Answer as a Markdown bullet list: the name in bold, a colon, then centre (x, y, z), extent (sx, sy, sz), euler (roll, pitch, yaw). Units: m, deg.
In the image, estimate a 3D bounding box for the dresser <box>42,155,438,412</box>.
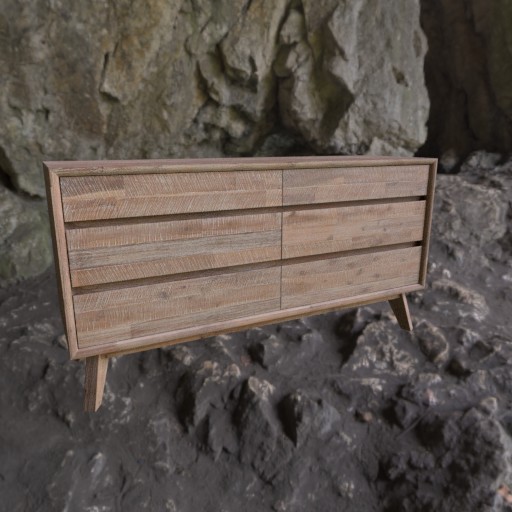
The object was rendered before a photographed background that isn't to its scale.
- **dresser**: centre (0.000, 0.000, 1.897), extent (1.554, 0.805, 0.455), euler (-7, 16, -26)
